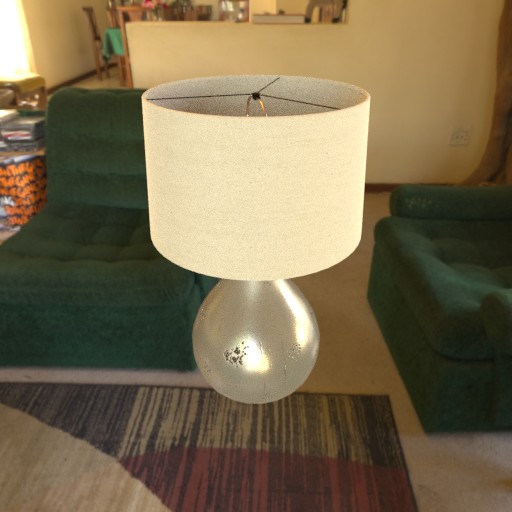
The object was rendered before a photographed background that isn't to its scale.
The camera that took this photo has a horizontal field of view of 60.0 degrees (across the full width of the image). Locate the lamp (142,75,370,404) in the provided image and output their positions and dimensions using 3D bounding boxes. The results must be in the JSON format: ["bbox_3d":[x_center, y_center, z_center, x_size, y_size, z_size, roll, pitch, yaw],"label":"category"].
[{"bbox_3d":[0.000,0.000,0.739,0.330,0.521,0.330,0,30,0],"label":"lamp"}]
